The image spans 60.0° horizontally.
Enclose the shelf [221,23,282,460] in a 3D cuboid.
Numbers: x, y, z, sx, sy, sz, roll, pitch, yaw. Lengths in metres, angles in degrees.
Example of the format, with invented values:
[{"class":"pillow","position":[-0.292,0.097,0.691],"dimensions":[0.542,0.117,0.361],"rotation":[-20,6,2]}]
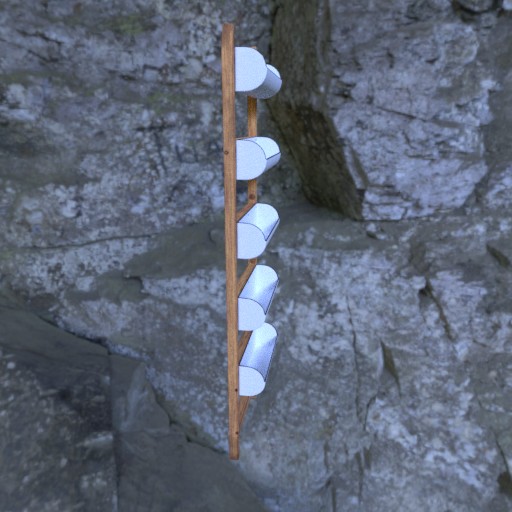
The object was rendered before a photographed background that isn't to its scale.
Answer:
[{"class":"shelf","position":[0.000,0.000,1.779],"dimensions":[0.141,1.600,0.454],"rotation":[3,17,9]}]
